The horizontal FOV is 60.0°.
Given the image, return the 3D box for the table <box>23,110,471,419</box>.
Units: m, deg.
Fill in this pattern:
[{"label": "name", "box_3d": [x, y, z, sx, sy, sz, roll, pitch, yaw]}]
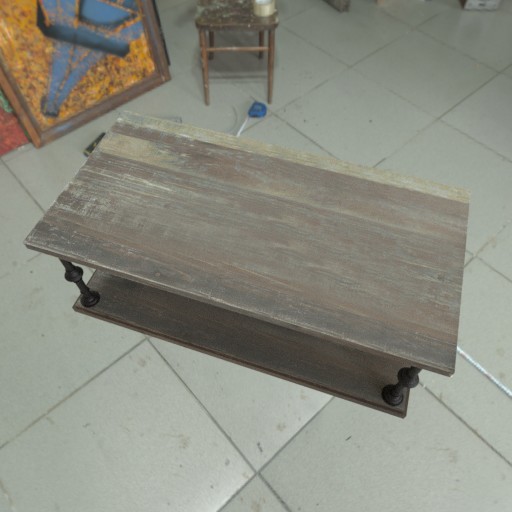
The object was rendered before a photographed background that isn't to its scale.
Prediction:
[{"label": "table", "box_3d": [0.000, 0.000, 1.362, 1.088, 0.399, 0.554, 16, 58, 10]}]
